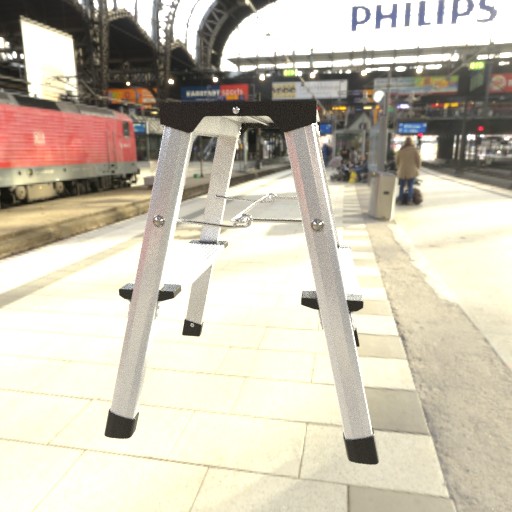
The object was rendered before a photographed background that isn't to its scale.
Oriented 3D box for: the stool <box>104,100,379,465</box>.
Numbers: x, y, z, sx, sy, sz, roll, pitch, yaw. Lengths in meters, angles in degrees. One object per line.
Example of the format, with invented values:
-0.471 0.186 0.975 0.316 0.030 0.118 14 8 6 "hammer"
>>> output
0.000 0.000 0.774 0.405 0.480 0.404 2 14 9 "stool"
